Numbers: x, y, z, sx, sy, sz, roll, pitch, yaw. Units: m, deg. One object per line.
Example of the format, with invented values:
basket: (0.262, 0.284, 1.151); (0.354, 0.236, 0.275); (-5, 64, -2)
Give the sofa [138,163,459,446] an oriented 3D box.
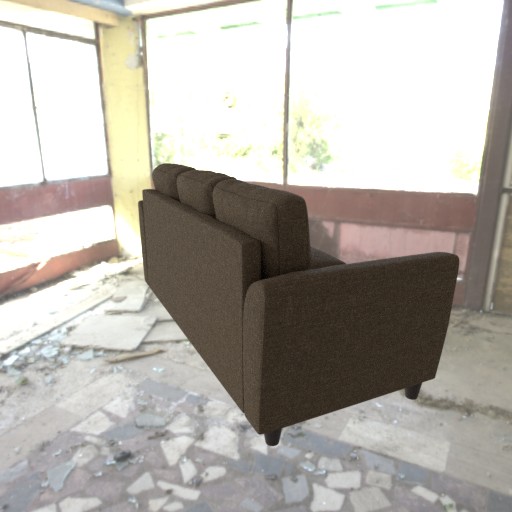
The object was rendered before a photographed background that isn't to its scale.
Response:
sofa: (0.000, 0.000, 2.316); (0.837, 0.891, 1.847); (-7, 17, -25)
